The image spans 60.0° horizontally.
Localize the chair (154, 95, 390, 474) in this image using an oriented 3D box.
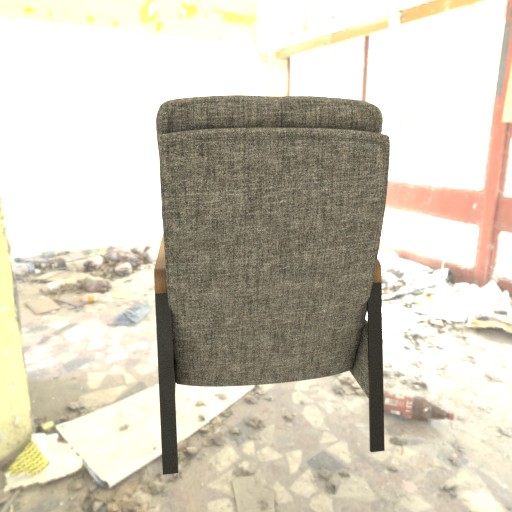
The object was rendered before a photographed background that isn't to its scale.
[{"bbox_3d":[0.000,0.000,1.596,0.671,1.042,0.868,-2,15,-8],"label":"chair"}]
